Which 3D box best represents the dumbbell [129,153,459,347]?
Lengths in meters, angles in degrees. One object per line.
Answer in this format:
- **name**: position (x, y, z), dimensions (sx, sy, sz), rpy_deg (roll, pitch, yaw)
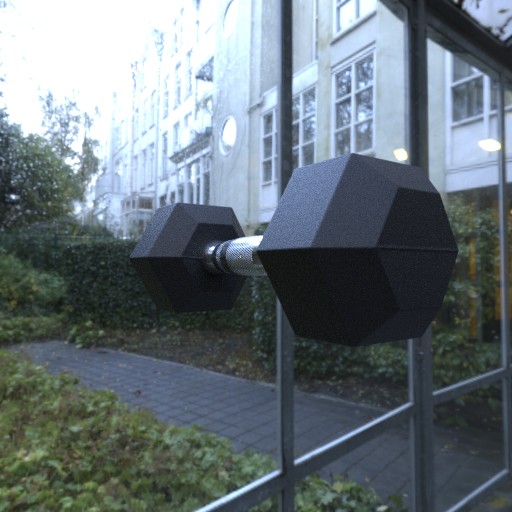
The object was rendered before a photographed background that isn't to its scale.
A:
- **dumbbell**: position (0.000, 0.000, 0.321), dimensions (0.106, 0.092, 0.272), rpy_deg (1, -2, -35)
